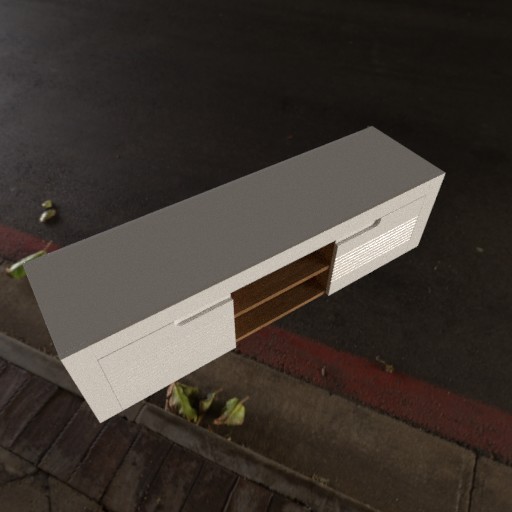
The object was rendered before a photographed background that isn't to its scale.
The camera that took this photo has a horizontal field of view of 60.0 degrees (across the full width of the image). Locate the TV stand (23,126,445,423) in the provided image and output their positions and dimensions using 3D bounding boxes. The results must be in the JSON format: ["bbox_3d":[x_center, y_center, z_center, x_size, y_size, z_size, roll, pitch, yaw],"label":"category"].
[{"bbox_3d":[0.000,0.000,1.728,1.500,0.440,0.410,-26,52,-22],"label":"TV stand"}]
